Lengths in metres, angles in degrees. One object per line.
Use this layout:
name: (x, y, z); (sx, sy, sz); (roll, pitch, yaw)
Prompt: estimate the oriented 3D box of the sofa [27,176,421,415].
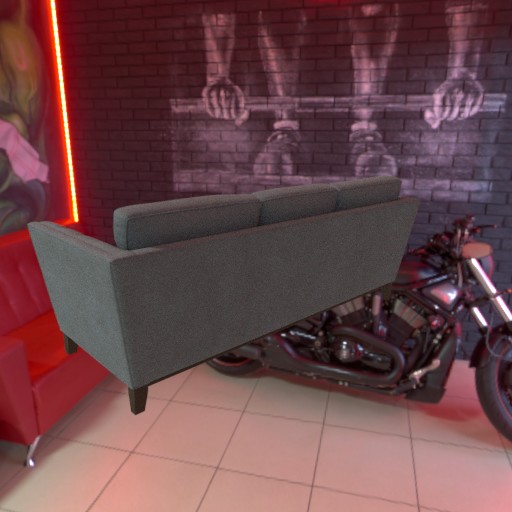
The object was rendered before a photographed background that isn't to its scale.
sofa: (0.000, 0.000, 2.842); (2.387, 0.940, 0.965); (-14, 21, -41)
